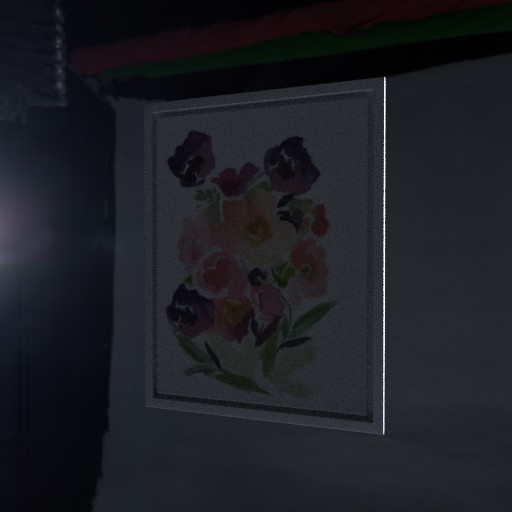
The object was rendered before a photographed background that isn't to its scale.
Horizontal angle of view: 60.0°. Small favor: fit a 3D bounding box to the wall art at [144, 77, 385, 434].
[{"bbox_3d":[0.000,0.000,1.446,0.805,1.056,0.042,0,1,17],"label":"wall art"}]
